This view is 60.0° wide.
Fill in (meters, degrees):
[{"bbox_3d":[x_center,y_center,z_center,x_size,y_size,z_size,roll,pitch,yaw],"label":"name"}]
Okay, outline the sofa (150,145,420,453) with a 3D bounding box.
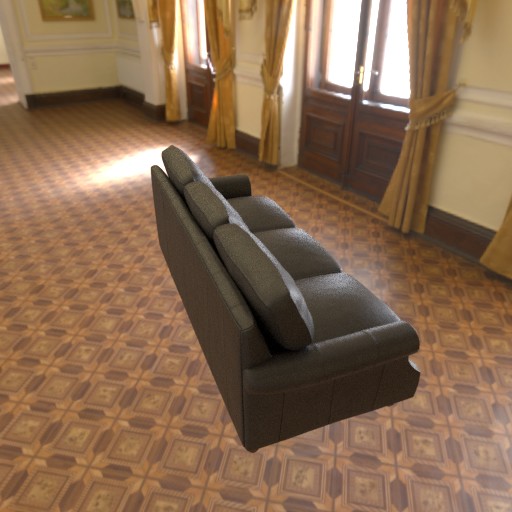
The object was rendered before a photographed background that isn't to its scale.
[{"bbox_3d":[0.000,0.000,2.907,0.974,0.977,2.387,-11,32,-18],"label":"sofa"}]
